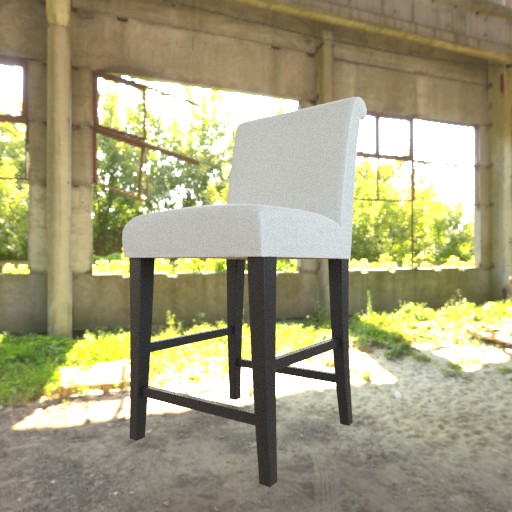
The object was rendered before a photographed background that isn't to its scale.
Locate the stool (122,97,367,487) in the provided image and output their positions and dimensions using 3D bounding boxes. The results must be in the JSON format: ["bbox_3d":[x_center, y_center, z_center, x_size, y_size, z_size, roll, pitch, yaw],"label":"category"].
[{"bbox_3d":[0.000,0.000,1.278,0.452,0.976,0.597,-1,-1,35],"label":"stool"}]
